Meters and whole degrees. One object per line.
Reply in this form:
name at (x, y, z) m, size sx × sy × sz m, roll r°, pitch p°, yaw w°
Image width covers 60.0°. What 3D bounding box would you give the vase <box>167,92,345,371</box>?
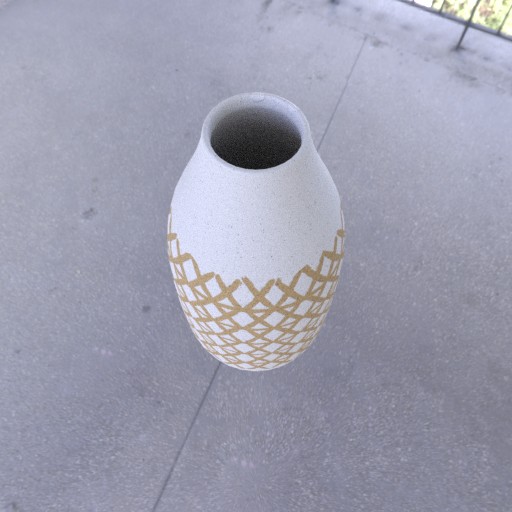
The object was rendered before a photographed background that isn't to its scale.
vase at (0.000, 0.000, 0.476) m, size 0.186 × 0.380 × 0.186 m, roll 0°, pitch 63°, yaw 0°
